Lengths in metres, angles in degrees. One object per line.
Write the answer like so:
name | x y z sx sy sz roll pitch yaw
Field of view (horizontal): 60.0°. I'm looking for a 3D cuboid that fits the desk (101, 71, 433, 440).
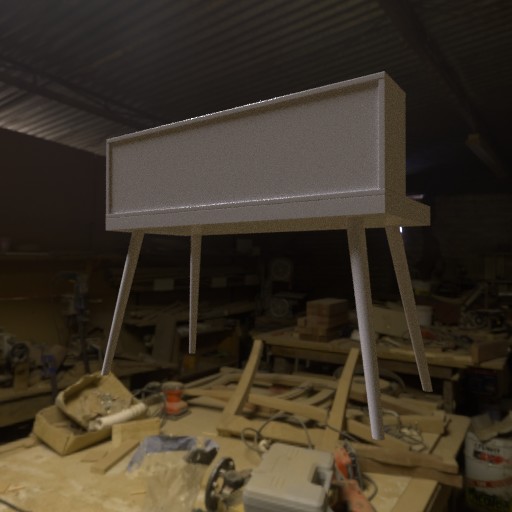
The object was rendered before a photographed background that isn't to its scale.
desk | 0.000 0.000 1.744 1.199 0.990 0.559 0 -1 35
